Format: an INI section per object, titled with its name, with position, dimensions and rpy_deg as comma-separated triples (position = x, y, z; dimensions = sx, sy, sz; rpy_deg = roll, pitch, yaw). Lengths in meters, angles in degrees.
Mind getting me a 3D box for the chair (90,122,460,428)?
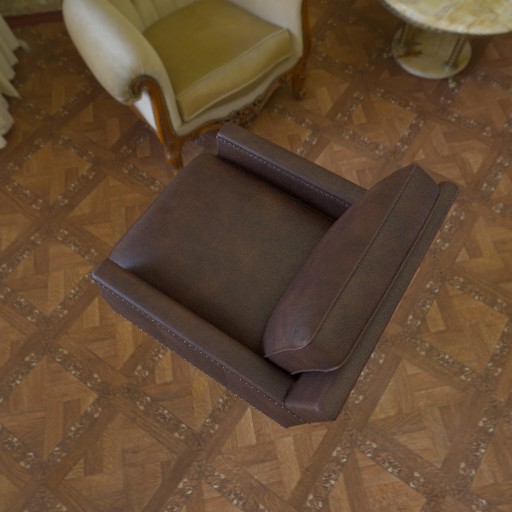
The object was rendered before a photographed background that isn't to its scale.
[chair]
position = 0.000, 0.000, 1.675
dimensions = 1.014, 0.929, 0.853
rpy_deg = 30, 67, 14
